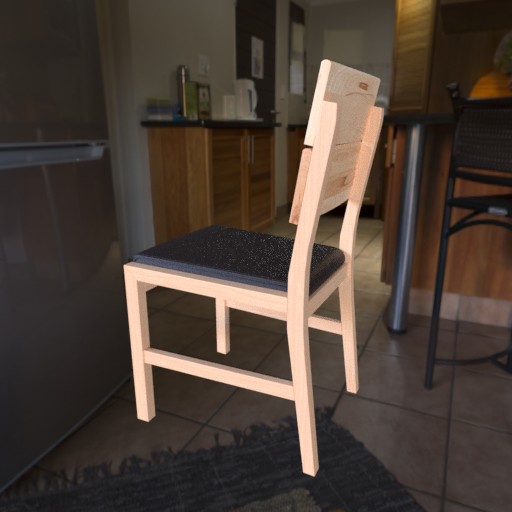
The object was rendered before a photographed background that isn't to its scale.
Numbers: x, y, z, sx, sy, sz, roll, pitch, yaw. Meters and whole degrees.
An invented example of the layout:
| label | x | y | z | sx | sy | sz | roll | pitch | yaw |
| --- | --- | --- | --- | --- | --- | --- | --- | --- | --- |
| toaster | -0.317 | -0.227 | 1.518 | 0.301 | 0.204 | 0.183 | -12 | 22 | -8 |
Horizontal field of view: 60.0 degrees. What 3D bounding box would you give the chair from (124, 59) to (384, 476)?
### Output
| label | x | y | z | sx | sy | sz | roll | pitch | yaw |
| --- | --- | --- | --- | --- | --- | --- | --- | --- | --- |
| chair | 0.000 | 0.000 | 1.253 | 0.560 | 0.950 | 0.475 | 9 | 19 | 26 |
